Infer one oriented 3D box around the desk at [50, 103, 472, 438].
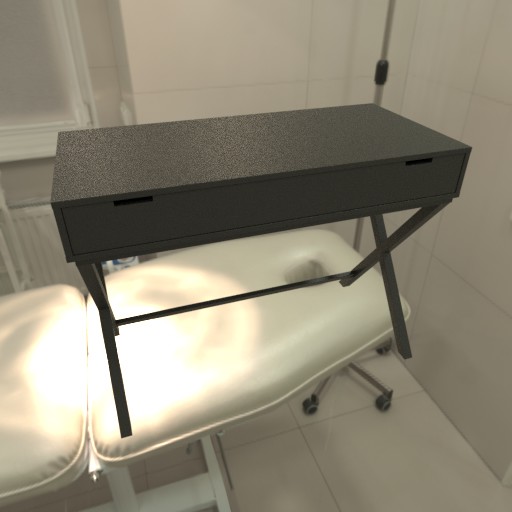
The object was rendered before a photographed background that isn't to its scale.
[{"bbox_3d":[0.000,0.000,1.457,1.057,0.780,0.504,-10,34,-16],"label":"desk"}]
